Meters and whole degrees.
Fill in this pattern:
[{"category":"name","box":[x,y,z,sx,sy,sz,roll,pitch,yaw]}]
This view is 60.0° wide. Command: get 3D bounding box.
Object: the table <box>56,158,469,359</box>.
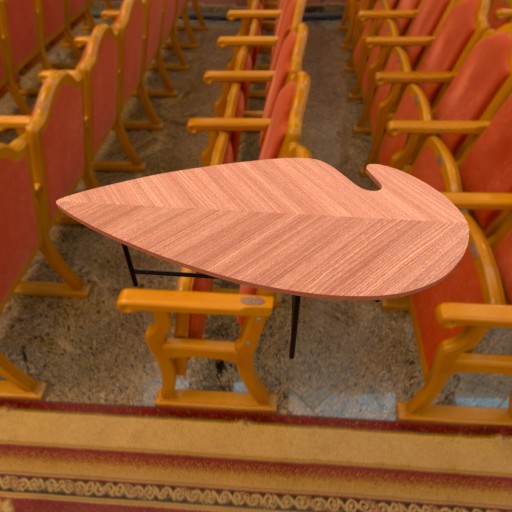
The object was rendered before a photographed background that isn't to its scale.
[{"category":"table","box":[0.000,0.000,1.414,1.199,0.360,0.598,3,45,3]}]
